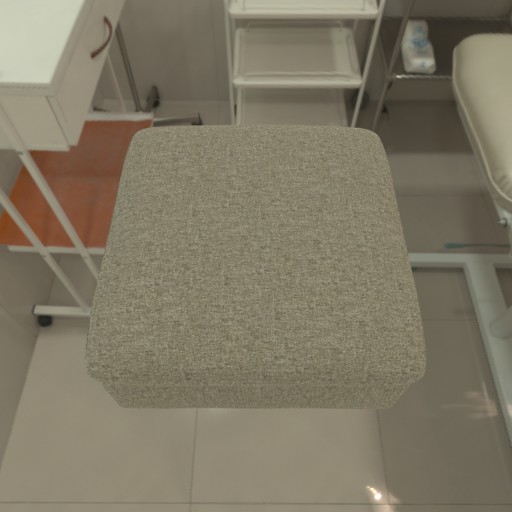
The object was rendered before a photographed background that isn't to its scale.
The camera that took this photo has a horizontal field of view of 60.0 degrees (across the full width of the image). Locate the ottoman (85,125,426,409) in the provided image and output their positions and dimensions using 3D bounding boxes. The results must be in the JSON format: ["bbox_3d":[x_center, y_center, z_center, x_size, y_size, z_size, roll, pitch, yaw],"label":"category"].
[{"bbox_3d":[0.000,0.000,1.664,1.035,0.526,1.039,0,58,0],"label":"ottoman"}]
